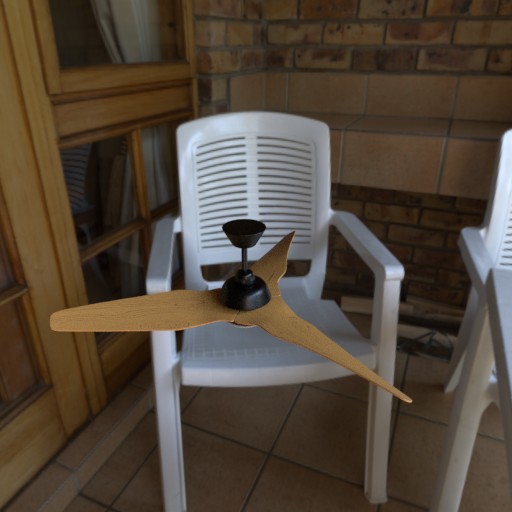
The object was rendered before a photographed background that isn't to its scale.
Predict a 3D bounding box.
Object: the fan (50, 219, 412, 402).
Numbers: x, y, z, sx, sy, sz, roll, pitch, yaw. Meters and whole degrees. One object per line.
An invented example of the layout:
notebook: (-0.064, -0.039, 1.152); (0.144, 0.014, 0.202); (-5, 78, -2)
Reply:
fan: (0.000, 0.000, 1.659); (1.142, 0.355, 1.010); (8, 27, 15)
